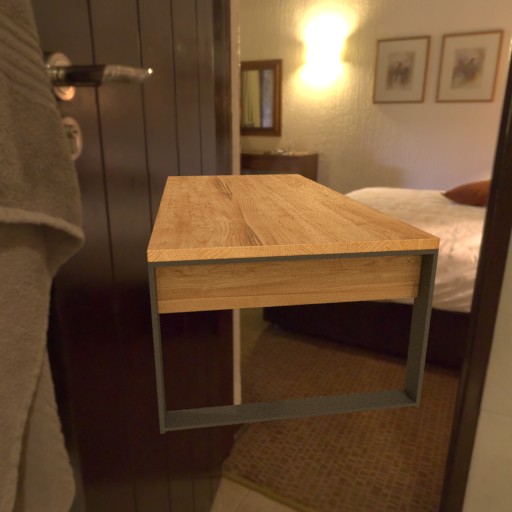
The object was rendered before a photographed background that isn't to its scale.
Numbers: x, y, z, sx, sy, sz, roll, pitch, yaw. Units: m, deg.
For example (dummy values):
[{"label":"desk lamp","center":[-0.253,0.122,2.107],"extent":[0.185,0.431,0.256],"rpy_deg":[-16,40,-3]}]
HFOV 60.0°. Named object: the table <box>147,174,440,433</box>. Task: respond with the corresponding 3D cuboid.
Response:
[{"label":"table","center":[0.000,0.000,1.472],"extent":[0.590,0.400,1.180],"rpy_deg":[-3,17,-9]}]
